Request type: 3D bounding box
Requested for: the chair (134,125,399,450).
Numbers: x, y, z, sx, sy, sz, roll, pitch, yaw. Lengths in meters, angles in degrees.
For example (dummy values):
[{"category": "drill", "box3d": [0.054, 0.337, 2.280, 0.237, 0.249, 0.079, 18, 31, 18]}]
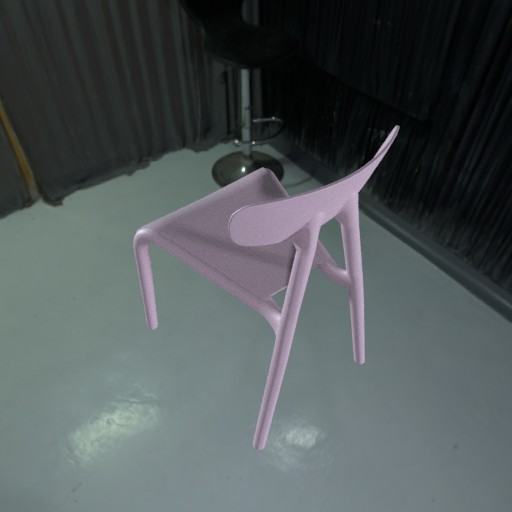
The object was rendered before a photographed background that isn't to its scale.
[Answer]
[{"category": "chair", "box3d": [0.000, 0.000, 0.828, 0.356, 0.580, 0.401, -31, 54, -26]}]
